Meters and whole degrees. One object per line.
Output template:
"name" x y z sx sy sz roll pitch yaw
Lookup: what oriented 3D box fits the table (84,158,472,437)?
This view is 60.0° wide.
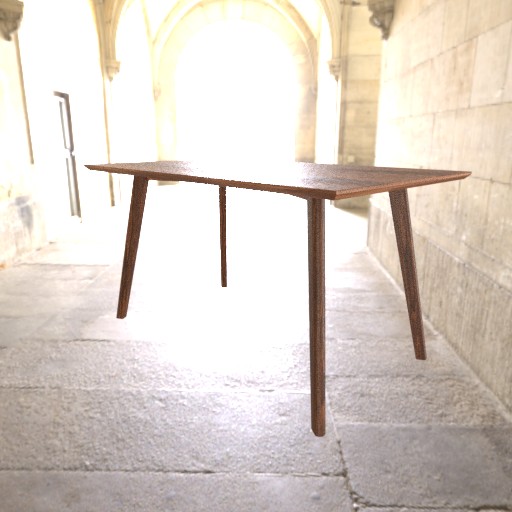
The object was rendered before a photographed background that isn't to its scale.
"table" 0.000 0.000 1.845 0.801 0.724 1.349 -14 21 -42
